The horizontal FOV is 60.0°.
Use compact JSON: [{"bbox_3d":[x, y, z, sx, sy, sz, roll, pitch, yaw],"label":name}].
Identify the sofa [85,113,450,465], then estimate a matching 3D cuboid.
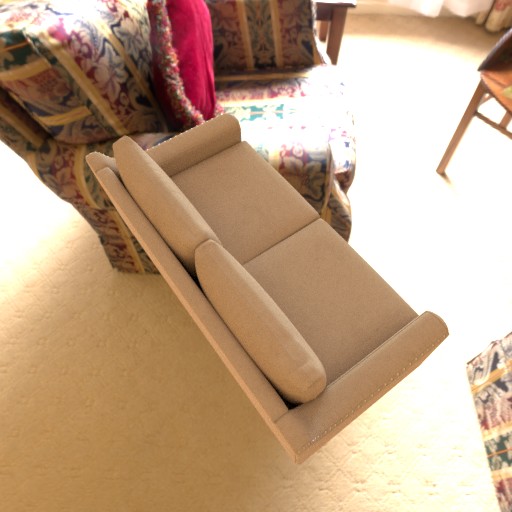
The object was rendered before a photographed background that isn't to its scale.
[{"bbox_3d":[0.000,0.000,2.542,1.030,0.901,1.967,-32,63,-18],"label":"sofa"}]
